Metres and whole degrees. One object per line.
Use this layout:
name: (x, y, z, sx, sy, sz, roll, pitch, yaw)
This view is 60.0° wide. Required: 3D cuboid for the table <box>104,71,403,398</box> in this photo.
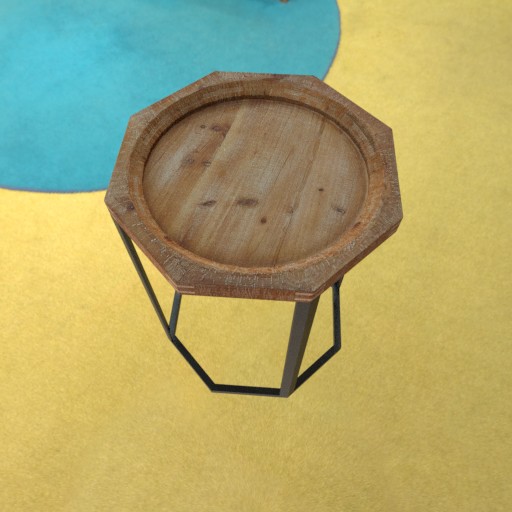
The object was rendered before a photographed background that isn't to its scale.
table: (0.000, 0.000, 0.901, 0.458, 0.543, 0.458, -16, 60, -9)
